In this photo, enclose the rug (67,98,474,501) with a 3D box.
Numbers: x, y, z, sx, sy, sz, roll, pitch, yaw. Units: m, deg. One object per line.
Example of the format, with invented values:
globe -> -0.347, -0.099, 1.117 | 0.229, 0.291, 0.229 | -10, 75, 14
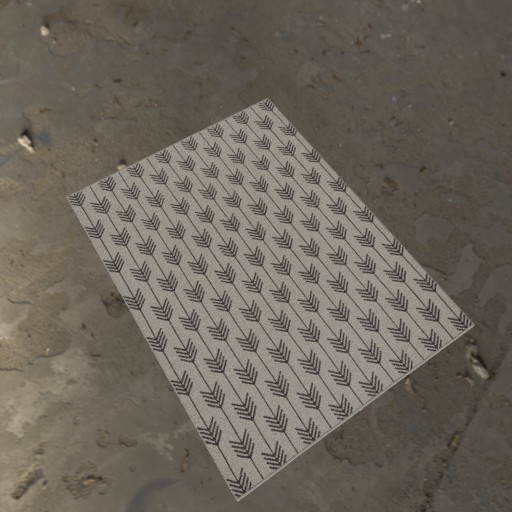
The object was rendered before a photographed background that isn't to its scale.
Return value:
rug -> 0.000, 0.000, 3.954 | 2.330, 0.010, 3.061 | -31, 67, -14
